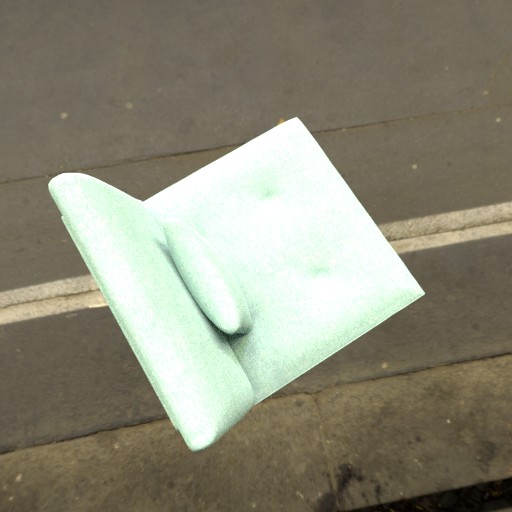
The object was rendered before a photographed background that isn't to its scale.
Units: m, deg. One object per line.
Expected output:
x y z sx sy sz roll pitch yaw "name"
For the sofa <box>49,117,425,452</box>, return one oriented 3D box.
0.000 0.000 1.680 1.000 0.820 0.930 -31 78 -7 "sofa"
